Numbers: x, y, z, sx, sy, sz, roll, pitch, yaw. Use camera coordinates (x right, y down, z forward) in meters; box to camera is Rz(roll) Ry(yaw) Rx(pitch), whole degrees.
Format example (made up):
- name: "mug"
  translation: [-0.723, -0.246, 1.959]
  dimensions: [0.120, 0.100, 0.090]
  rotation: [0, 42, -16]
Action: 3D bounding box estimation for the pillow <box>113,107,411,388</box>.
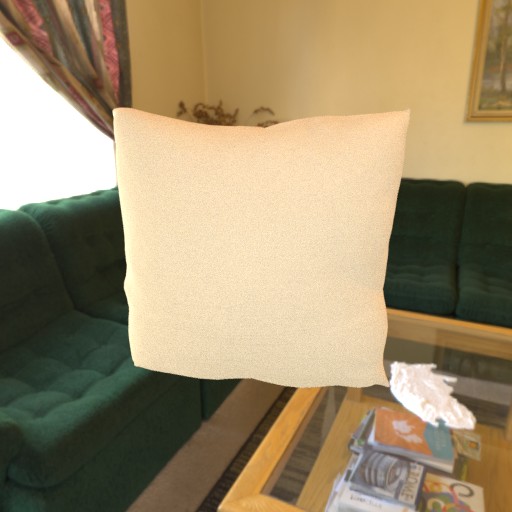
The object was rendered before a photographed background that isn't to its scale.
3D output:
- name: "pillow"
  translation: [0.000, 0.000, 0.702]
  dimensions: [0.450, 0.448, 0.245]
  rotation: [2, 17, 7]
